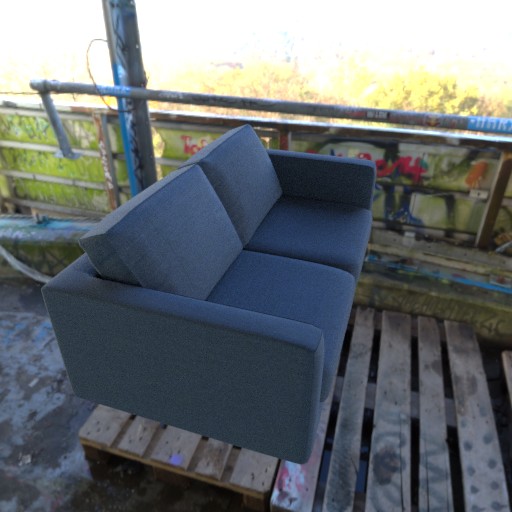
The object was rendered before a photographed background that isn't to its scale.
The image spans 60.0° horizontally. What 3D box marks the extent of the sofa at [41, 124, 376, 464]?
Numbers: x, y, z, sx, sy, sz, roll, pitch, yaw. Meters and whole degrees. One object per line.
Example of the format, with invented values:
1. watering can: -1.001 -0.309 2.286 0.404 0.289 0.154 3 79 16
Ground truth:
1. sofa: 0.000 0.000 2.175 0.999 0.907 1.659 10 33 16
